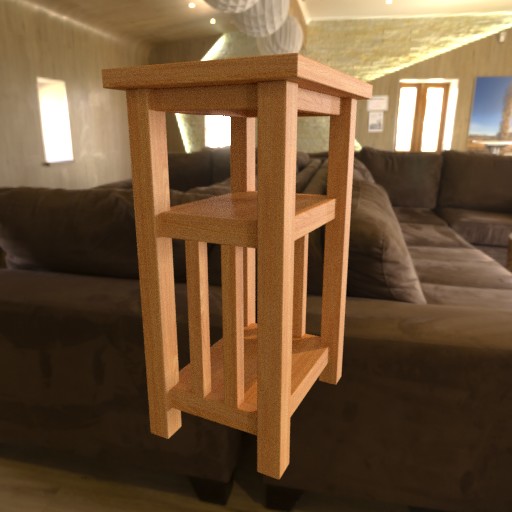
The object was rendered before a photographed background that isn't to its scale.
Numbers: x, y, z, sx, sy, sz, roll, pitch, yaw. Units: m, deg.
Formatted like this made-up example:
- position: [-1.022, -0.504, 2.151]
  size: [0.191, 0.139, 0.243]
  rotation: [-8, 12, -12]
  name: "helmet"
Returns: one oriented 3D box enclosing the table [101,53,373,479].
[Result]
- position: [0.000, 0.000, 0.734]
  size: [0.270, 0.550, 0.350]
  rotation: [8, 17, 26]
  name: "table"
